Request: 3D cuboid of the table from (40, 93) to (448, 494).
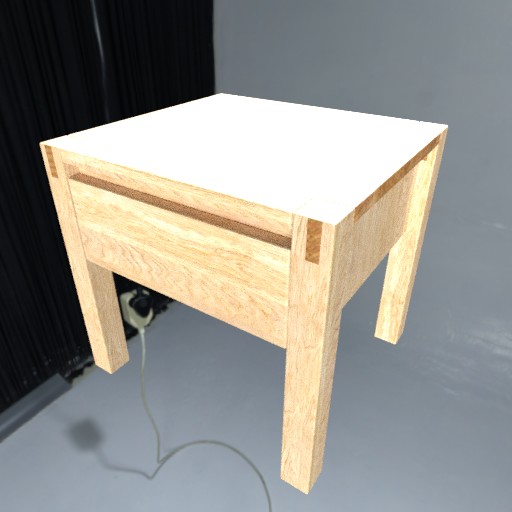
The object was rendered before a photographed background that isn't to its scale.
[{"bbox_3d":[0.000,0.000,0.813,0.480,0.450,0.440,19,36,29],"label":"table"}]
